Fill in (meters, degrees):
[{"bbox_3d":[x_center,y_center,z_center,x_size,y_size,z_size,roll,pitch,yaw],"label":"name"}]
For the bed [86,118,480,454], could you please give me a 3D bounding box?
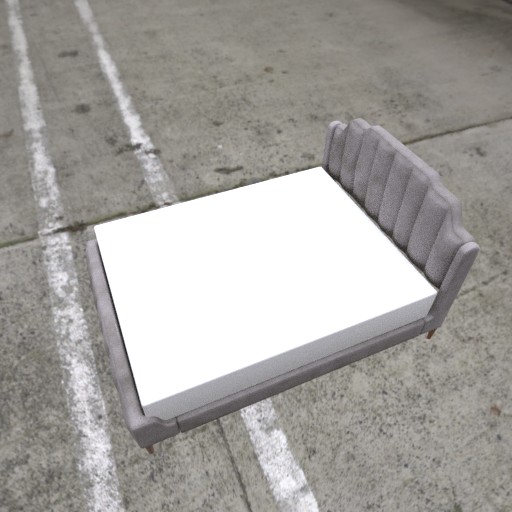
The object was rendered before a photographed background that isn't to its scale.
[{"bbox_3d":[0.000,0.000,3.237,2.340,1.245,1.676,-17,48,-16],"label":"bed"}]
